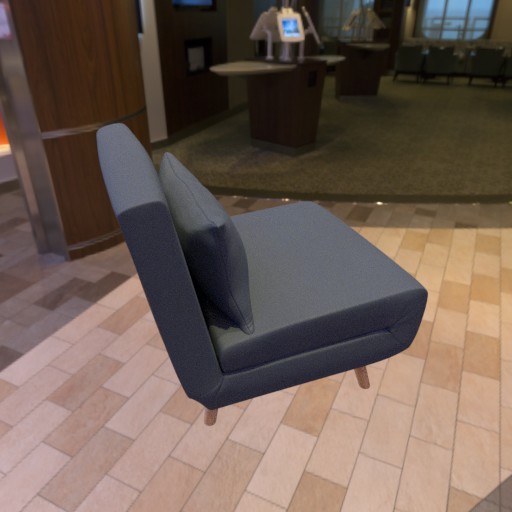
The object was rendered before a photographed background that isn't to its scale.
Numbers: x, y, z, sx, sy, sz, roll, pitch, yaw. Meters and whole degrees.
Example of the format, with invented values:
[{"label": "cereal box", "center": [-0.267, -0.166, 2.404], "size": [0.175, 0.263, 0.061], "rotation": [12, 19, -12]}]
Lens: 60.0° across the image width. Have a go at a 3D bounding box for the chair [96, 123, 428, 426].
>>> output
[{"label": "chair", "center": [0.000, 0.000, 1.517], "size": [0.900, 0.808, 0.770], "rotation": [-10, 31, -18]}]
